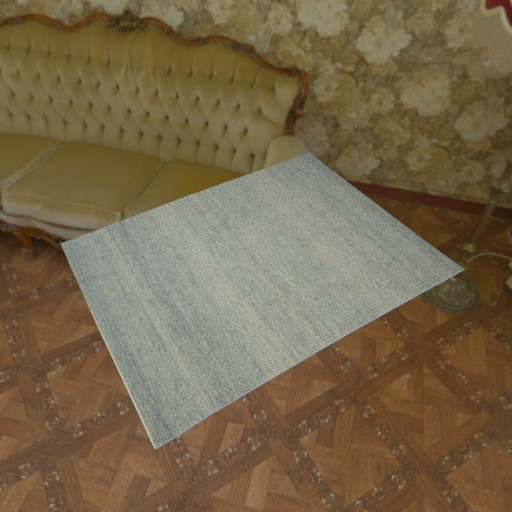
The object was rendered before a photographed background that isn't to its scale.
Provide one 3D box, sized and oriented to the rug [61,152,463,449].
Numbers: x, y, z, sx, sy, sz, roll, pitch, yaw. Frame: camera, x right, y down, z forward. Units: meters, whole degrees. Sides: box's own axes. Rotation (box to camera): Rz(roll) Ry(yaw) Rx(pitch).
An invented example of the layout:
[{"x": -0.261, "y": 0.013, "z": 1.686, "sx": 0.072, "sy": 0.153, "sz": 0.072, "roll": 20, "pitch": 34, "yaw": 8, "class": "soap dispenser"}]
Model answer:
[{"x": 0.000, "y": 0.000, "z": 4.436, "sx": 3.237, "sy": 0.046, "sz": 2.461, "roll": -24, "pitch": 50, "yaw": -22, "class": "rug"}]
